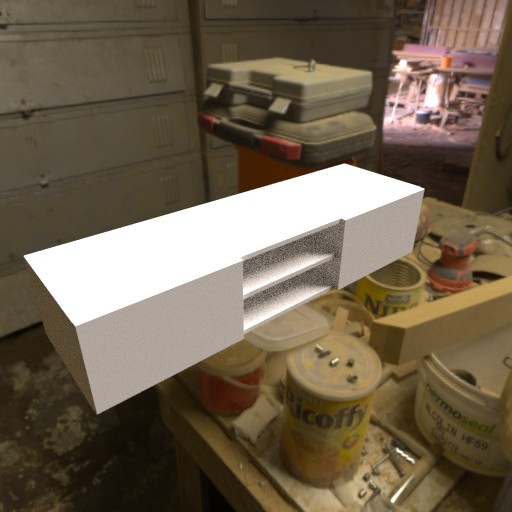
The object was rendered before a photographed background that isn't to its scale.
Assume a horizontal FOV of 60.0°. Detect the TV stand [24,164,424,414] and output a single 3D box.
[{"bbox_3d":[0.000,0.000,1.607,1.400,0.310,0.420,-22,36,-33],"label":"TV stand"}]
